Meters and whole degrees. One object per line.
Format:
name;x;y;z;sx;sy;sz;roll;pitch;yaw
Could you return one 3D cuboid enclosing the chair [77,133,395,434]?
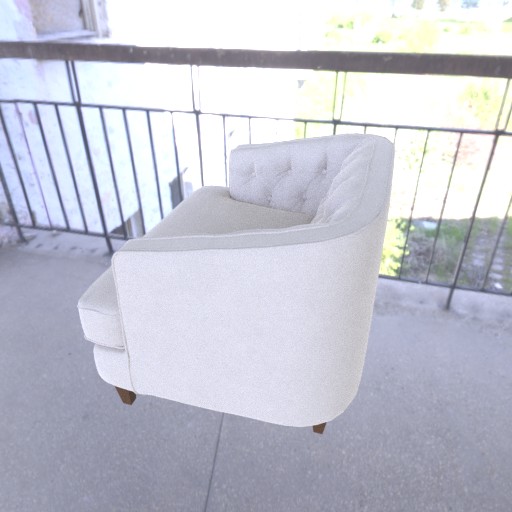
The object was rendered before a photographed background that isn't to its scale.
chair;0.000;0.000;1.758;0.941;0.852;1.104;9;32;15
